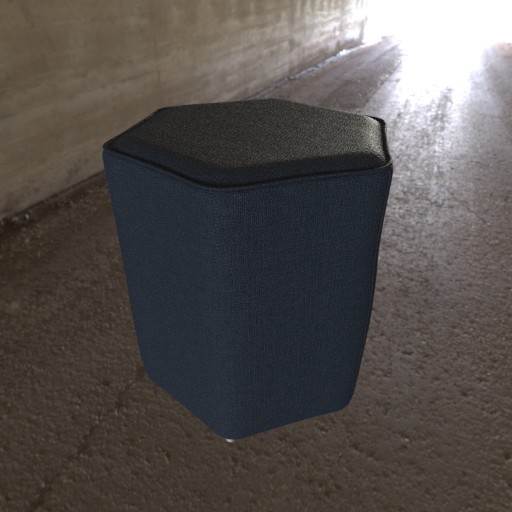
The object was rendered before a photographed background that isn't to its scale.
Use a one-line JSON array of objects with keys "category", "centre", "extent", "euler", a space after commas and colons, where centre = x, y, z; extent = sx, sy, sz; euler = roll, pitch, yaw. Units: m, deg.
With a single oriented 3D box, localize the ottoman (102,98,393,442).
[{"category": "ottoman", "centre": [0.000, 0.000, 0.860], "extent": [0.492, 0.505, 0.454], "euler": [-8, 33, -12]}]
